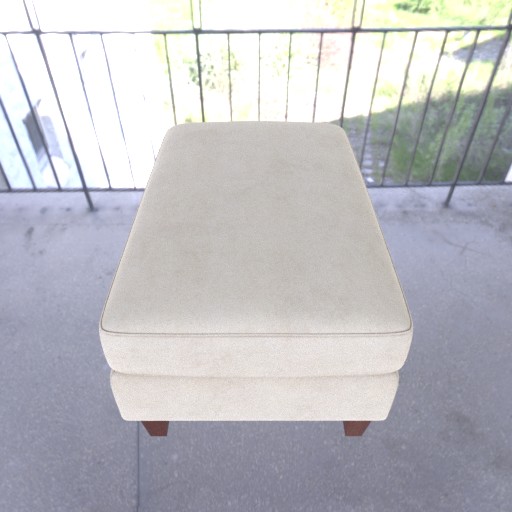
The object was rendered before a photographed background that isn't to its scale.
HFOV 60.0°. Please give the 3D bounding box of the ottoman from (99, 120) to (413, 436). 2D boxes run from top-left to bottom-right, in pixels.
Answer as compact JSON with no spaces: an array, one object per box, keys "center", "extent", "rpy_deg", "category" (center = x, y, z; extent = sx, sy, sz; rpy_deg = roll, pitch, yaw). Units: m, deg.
[{"center":[0.000,0.000,1.201],"extent":[0.584,0.483,0.864],"rpy_deg":[0,41,0],"category":"ottoman"}]
